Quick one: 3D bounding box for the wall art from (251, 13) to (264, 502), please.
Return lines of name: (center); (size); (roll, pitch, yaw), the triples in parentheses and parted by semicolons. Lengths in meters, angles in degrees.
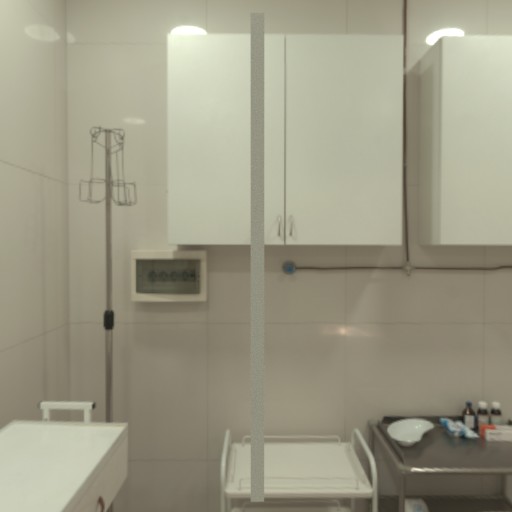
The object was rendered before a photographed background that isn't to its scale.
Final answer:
wall art: (0.000, 0.000, 0.604); (0.013, 0.456, 0.382); (0, 1, 0)
